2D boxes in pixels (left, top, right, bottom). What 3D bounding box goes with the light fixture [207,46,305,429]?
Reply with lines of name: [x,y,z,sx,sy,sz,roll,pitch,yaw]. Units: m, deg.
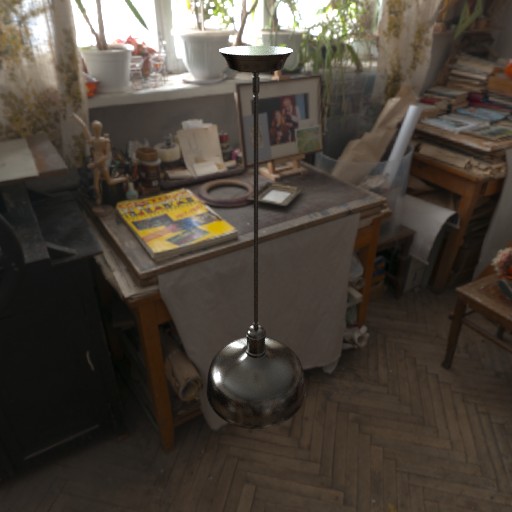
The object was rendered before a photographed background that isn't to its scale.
light fixture: [0.000,0.000,1.103,0.299,0.935,0.299,10,33,16]
